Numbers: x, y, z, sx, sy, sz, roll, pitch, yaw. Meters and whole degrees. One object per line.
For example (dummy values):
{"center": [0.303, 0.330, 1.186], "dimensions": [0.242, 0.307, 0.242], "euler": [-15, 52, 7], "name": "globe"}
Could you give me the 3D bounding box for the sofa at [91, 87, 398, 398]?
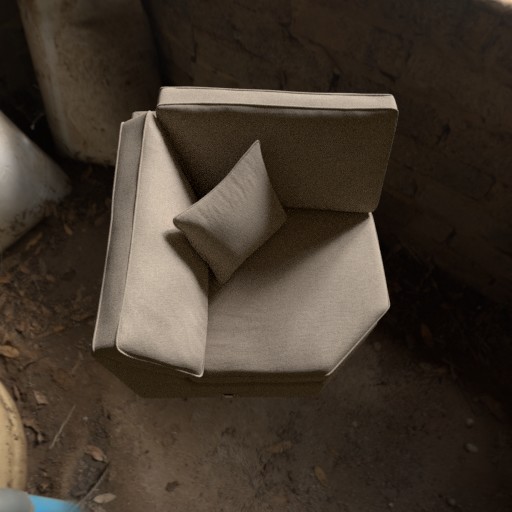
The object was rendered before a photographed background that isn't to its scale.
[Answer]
{"center": [0.000, 0.000, 1.828], "dimensions": [1.042, 0.937, 1.050], "euler": [1, 62, 0], "name": "sofa"}
